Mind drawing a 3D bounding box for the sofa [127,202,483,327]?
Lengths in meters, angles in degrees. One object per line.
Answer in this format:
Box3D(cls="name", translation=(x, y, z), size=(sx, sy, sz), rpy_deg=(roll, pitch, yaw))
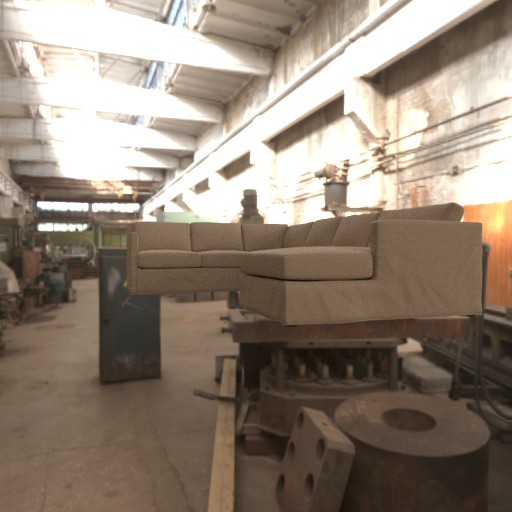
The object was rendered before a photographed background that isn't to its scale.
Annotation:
Box3D(cls="sofa", translation=(0.000, 0.000, 4.515), size=(2.427, 0.882, 3.460), rpy_deg=(0, 1, -18))
